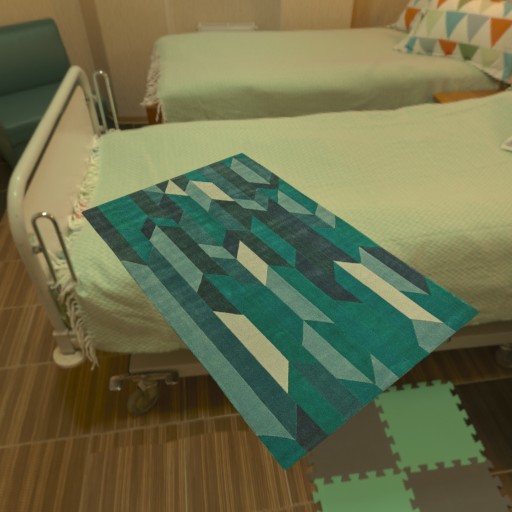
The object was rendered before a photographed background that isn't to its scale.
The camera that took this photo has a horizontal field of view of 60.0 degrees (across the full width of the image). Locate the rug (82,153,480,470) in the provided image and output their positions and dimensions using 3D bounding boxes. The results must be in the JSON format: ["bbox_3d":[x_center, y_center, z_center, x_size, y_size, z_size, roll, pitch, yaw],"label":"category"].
[{"bbox_3d":[0.000,0.000,3.015,1.528,0.005,2.420,-27,48,-27],"label":"rug"}]
